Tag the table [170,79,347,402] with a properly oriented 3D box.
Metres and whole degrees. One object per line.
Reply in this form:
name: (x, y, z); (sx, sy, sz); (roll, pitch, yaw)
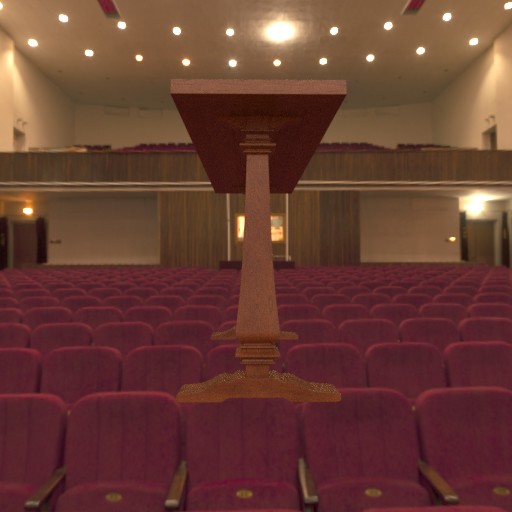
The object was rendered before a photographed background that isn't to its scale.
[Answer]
table: (0.000, 0.000, 1.850); (0.461, 0.852, 1.478); (0, -2, -1)
